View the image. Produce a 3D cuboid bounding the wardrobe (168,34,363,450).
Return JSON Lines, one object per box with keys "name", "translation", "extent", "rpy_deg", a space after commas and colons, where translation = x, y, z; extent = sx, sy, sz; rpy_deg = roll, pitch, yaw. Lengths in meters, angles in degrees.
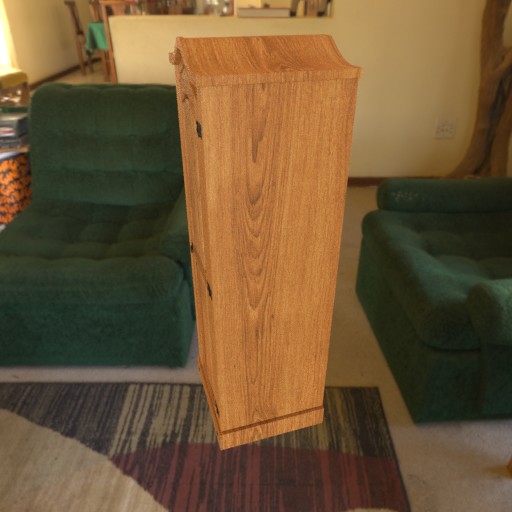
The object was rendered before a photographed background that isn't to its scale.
{"name": "wardrobe", "translation": [0.000, 0.000, 2.091], "extent": [0.570, 1.870, 0.590], "rpy_deg": [-9, 32, -15]}
